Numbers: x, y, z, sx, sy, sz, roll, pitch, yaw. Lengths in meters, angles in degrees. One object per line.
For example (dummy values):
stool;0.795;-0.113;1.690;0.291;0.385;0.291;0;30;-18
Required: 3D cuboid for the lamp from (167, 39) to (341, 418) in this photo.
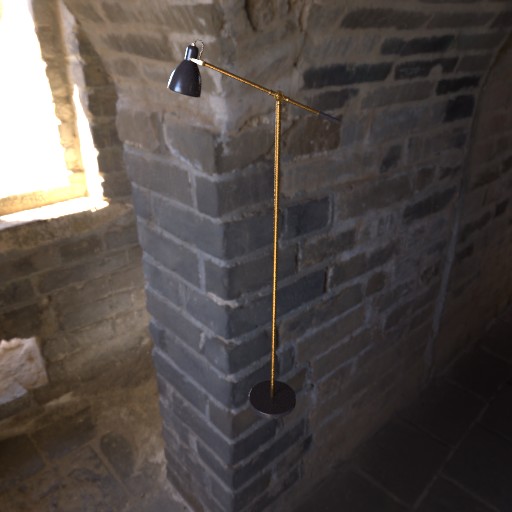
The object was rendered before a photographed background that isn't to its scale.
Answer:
lamp;0.000;0.000;1.855;0.618;1.628;0.235;-1;27;-2
